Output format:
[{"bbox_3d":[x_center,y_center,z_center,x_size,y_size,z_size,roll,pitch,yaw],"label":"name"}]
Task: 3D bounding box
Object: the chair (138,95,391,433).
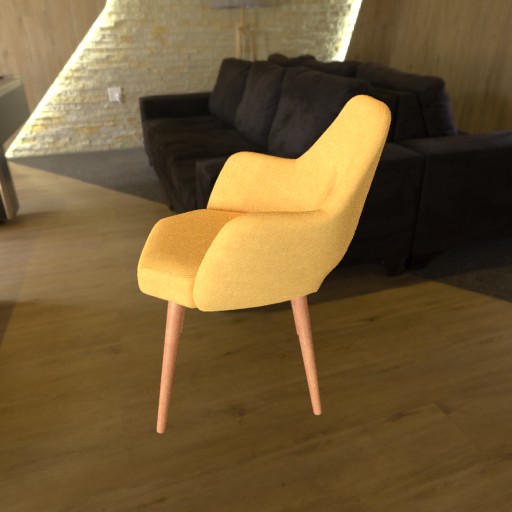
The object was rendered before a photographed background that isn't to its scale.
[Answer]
[{"bbox_3d":[0.000,0.000,1.247,0.610,0.840,0.590,-1,26,-2],"label":"chair"}]
